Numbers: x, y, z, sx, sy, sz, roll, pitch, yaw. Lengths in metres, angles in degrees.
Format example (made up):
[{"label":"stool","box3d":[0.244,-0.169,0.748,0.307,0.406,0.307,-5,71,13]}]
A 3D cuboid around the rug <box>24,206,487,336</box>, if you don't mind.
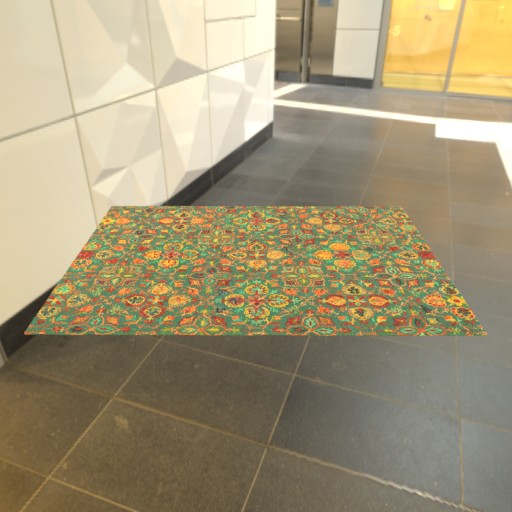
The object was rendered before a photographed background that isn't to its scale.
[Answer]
[{"label":"rug","box3d":[0.000,0.000,2.839,2.290,0.016,1.527,0,31,0]}]
